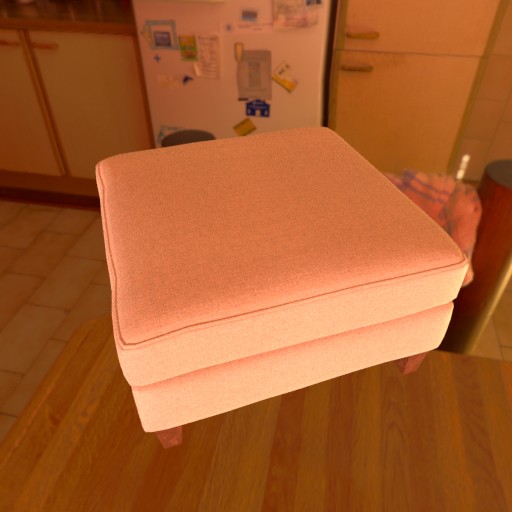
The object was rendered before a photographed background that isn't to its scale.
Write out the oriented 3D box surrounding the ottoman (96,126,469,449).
[{"bbox_3d":[0.000,0.000,1.359,0.838,0.503,0.838,-12,42,-14],"label":"ottoman"}]
